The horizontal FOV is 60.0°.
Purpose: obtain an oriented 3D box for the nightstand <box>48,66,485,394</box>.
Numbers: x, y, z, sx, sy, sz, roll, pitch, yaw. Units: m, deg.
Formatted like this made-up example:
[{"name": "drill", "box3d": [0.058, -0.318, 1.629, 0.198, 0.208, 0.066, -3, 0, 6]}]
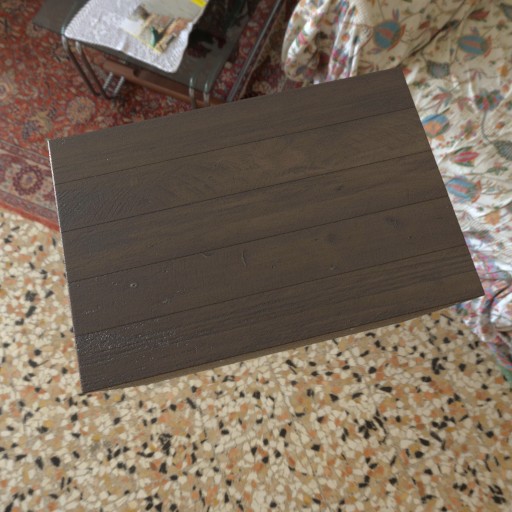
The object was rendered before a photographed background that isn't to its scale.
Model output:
[{"name": "nightstand", "box3d": [0.000, 0.000, 1.034, 0.650, 0.599, 0.450, -13, 76, -3]}]
